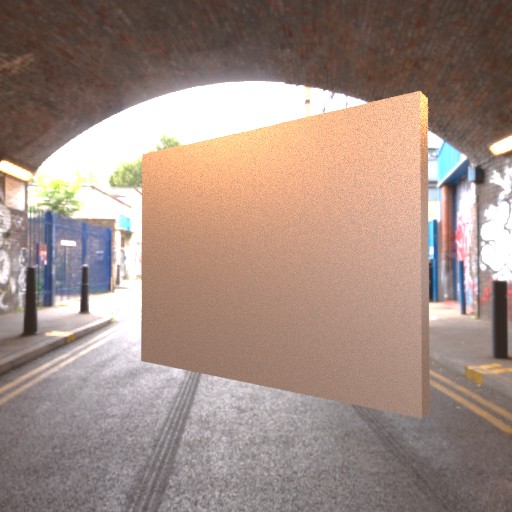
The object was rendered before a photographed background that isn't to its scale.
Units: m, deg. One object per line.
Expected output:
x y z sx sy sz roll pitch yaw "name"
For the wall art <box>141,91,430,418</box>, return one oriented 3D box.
0.000 0.000 1.427 1.056 0.801 0.066 -1 -1 37 "wall art"
